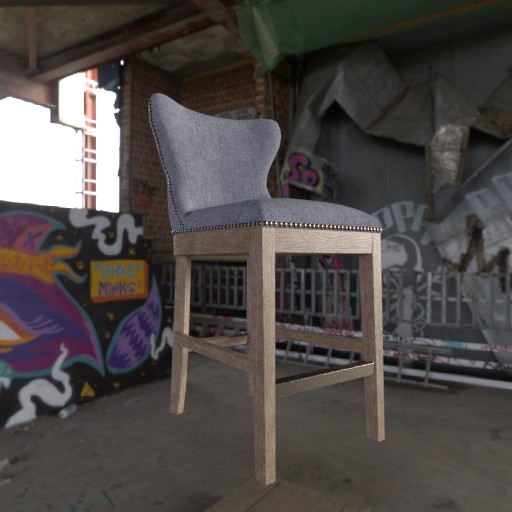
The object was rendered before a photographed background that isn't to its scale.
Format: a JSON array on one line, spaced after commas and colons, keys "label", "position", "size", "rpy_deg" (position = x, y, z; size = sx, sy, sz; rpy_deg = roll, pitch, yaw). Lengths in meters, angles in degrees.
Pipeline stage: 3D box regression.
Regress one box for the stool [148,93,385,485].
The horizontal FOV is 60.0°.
[{"label": "stool", "position": [0.000, 0.000, 1.301], "size": [0.498, 0.981, 0.608], "rpy_deg": [0, 0, -37]}]
